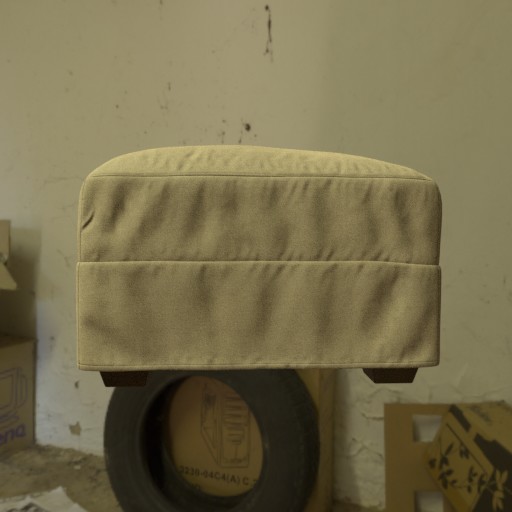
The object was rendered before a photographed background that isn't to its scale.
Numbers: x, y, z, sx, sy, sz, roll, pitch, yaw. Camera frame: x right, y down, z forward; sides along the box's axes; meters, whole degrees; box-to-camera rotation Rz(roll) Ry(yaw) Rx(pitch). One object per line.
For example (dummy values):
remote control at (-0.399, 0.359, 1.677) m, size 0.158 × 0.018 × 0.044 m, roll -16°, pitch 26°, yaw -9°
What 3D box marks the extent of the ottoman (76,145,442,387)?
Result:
ottoman at (0.000, 0.000, 1.064) m, size 0.712 × 0.480 × 0.584 m, roll 0°, pitch 1°, yaw -2°
